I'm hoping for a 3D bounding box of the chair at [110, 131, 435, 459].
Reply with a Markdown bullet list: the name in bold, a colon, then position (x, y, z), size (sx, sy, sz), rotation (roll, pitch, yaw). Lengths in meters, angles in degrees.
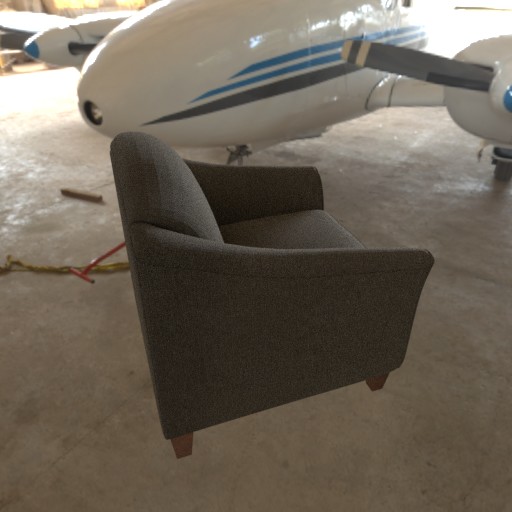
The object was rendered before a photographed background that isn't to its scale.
- **chair**: position (0.000, 0.000, 1.449), size (0.787, 0.839, 0.763), rotation (-10, 33, -17)
